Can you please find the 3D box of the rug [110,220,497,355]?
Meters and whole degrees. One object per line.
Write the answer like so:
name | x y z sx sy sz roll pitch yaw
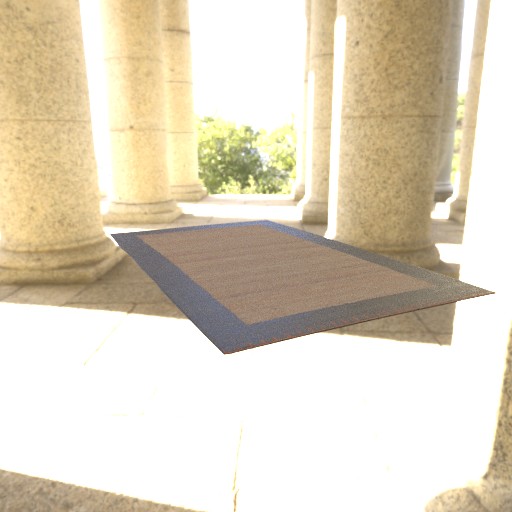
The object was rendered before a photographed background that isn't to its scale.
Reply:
rug | 0.000 0.000 2.952 1.521 0.006 2.435 -7 16 -26
